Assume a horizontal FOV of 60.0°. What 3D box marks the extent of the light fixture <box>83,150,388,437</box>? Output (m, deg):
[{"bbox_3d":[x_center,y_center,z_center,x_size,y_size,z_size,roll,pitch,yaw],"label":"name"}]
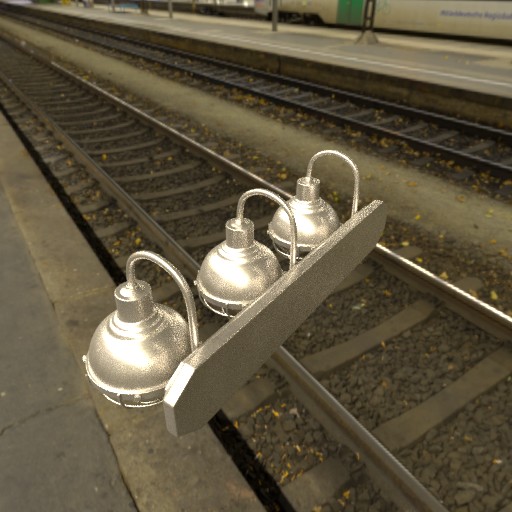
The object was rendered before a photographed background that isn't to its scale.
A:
[{"bbox_3d":[0.000,0.000,0.764,0.229,0.254,0.634,20,37,30],"label":"light fixture"}]
